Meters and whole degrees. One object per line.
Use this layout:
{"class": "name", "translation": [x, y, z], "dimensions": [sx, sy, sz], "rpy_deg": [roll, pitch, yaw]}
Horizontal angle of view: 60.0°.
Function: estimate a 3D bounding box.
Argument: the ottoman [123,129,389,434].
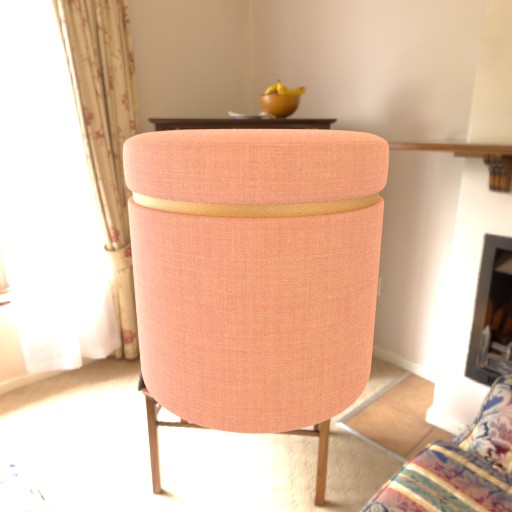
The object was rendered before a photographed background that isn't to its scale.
{"class": "ottoman", "translation": [0.000, 0.000, 0.738], "dimensions": [0.400, 0.406, 0.400], "rpy_deg": [0, 16, 0]}
